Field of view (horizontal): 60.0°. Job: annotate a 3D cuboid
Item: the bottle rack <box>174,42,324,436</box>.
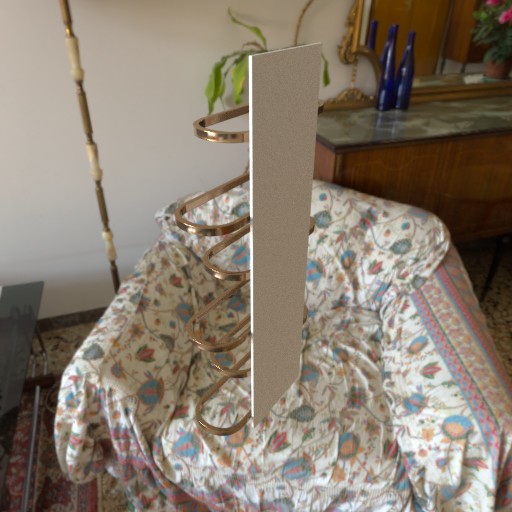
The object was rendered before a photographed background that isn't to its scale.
[{"bbox_3d":[0.000,0.000,0.823,0.118,0.709,0.332,21,37,30],"label":"bottle rack"}]
